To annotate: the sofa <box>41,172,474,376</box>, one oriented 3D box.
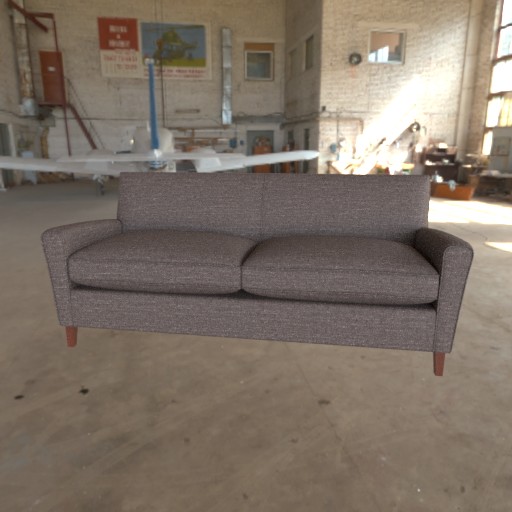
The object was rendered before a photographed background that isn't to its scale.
[{"bbox_3d":[0.000,0.000,2.427,1.976,0.846,0.875,2,14,9],"label":"sofa"}]
